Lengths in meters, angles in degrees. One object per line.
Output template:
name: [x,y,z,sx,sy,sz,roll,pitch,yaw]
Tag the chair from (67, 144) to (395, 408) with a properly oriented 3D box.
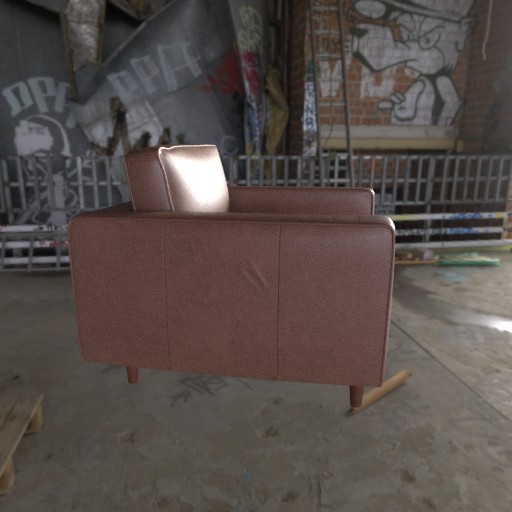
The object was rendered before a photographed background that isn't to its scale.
chair: [0.000,0.000,1.578,0.900,0.770,0.920,3,15,10]
